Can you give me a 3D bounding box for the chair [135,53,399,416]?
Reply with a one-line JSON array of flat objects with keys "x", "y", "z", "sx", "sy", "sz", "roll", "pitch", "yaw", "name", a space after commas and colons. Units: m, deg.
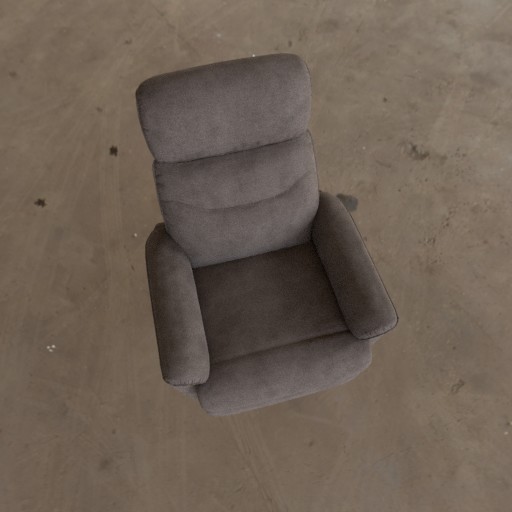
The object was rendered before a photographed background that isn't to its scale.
[{"x": 0.000, "y": 0.000, "z": 1.703, "sx": 0.830, "sy": 1.036, "sz": 1.009, "roll": -13, "pitch": 64, "yaw": -6, "name": "chair"}]
